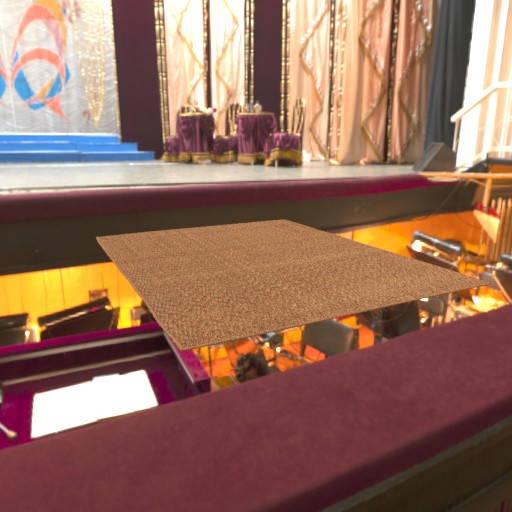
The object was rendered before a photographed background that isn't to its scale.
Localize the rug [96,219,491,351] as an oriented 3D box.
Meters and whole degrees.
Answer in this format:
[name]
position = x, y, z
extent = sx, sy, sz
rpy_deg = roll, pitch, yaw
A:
[rug]
position = 0.000, 0.000, 4.095
extent = 2.439, 0.013, 3.048
rpy_deg = -7, 17, -26
